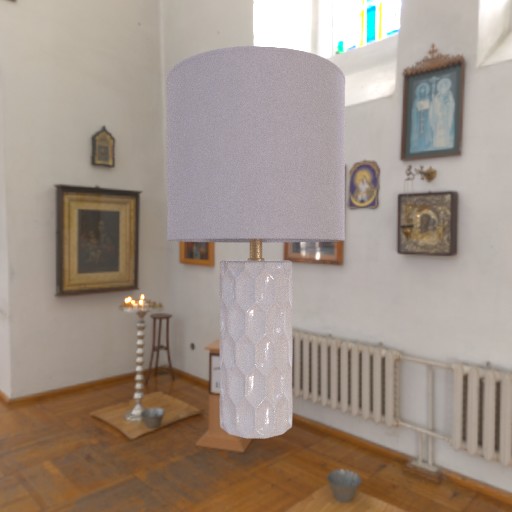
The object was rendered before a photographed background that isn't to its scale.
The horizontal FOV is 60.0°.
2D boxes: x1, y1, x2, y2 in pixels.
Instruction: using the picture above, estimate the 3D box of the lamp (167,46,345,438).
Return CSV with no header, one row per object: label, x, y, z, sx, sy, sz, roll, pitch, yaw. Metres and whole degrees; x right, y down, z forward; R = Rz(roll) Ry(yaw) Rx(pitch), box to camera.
lamp,0.000,0.000,0.703,0.277,0.537,0.277,0,1,0
